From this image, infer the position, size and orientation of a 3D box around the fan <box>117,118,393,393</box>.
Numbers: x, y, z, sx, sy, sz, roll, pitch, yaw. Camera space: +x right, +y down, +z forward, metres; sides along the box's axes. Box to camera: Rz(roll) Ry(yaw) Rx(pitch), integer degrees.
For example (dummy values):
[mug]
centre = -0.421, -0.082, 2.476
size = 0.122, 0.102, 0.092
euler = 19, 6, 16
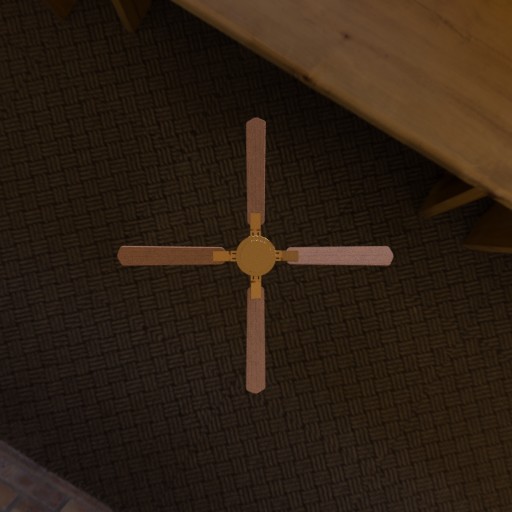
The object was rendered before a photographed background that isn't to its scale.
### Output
[fan]
centre = 0.000, 0.000, 2.017
size = 1.320, 0.355, 1.320
euler = 0, 90, -1
